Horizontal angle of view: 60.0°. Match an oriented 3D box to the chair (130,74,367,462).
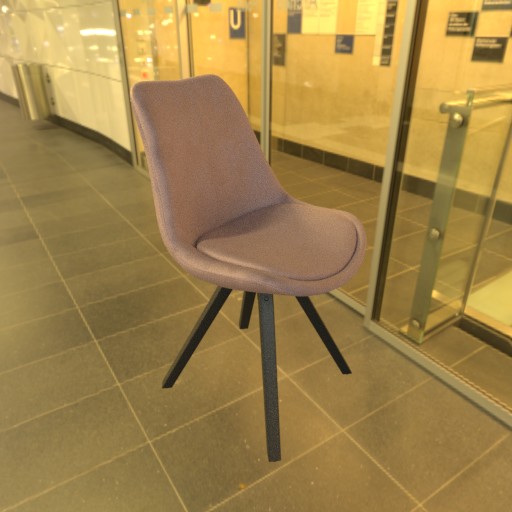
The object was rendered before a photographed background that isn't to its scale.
[{"bbox_3d":[0.000,0.000,1.189,0.547,0.865,0.483,19,33,33],"label":"chair"}]
